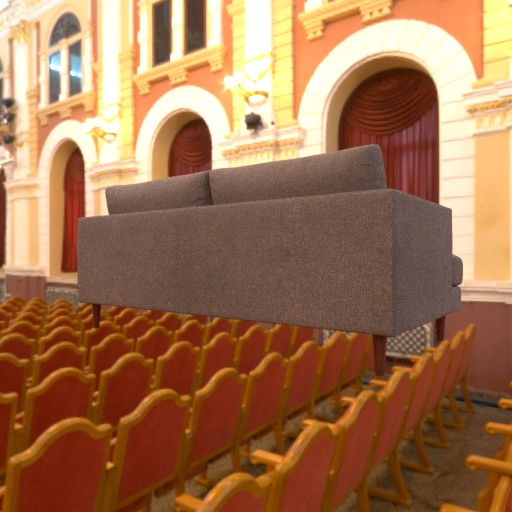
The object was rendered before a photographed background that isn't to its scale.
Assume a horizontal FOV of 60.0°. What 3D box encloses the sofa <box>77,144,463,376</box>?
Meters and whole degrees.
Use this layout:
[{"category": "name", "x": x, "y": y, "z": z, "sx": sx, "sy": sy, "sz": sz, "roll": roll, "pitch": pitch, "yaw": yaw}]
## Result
[{"category": "sofa", "x": 0.000, "y": 0.000, "z": 2.479, "sx": 1.948, "sy": 0.868, "sz": 1.020, "roll": 0, "pitch": 0, "yaw": 37}]
